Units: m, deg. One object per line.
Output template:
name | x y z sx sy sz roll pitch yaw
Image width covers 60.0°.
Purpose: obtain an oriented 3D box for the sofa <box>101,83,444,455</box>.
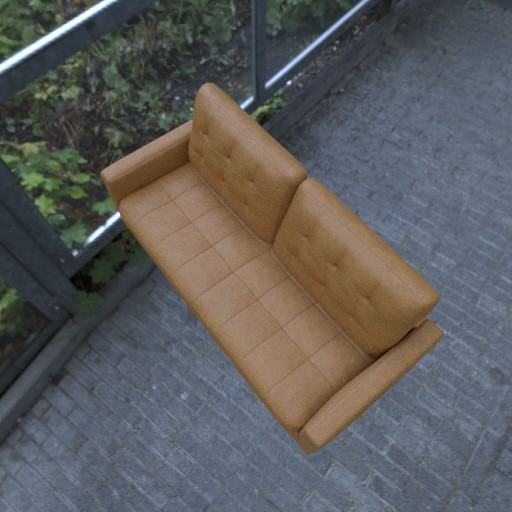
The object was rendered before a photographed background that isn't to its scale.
sofa | 0.000 0.000 2.327 0.850 0.898 1.821 -35 67 -17
